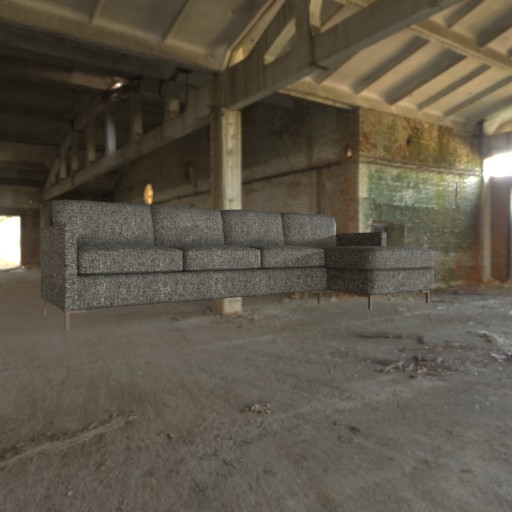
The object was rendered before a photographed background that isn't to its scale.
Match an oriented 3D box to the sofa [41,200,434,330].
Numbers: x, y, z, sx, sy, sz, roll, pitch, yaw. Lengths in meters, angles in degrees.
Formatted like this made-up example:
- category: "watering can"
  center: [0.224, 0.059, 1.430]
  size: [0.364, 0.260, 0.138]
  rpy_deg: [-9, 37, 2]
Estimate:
- category: "sofa"
  center: [0.000, 0.000, 4.088]
  size: [3.384, 0.970, 1.488]
  rpy_deg: [-1, 1, -35]
